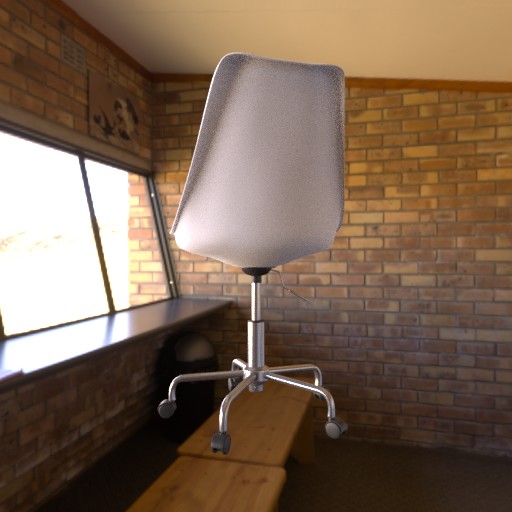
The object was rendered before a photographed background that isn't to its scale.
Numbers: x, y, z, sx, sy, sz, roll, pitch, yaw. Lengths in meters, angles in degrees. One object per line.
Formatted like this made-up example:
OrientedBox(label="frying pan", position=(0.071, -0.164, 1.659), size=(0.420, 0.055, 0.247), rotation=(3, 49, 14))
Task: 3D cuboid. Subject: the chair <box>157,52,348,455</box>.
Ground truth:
OrientedBox(label="chair", position=(0.000, 0.000, 1.282), size=(0.550, 0.930, 0.550), rotation=(0, 0, -17))
